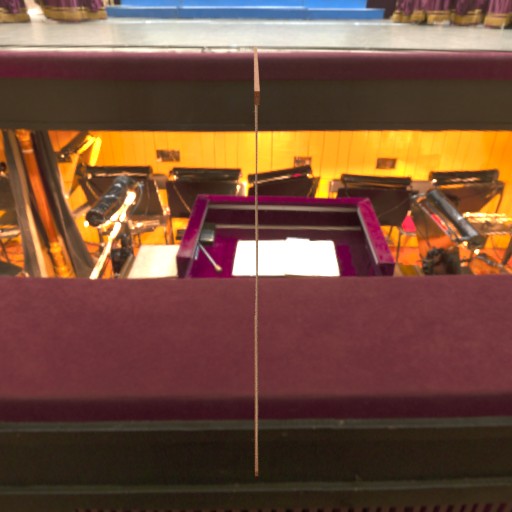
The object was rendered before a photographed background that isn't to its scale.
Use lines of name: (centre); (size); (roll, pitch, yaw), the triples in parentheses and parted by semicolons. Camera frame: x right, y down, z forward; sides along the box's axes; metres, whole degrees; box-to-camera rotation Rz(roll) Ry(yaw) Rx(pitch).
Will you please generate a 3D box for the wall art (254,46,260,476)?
wall art: (0.000, 0.000, 1.888); (0.019, 1.527, 1.019); (0, 31, 0)
